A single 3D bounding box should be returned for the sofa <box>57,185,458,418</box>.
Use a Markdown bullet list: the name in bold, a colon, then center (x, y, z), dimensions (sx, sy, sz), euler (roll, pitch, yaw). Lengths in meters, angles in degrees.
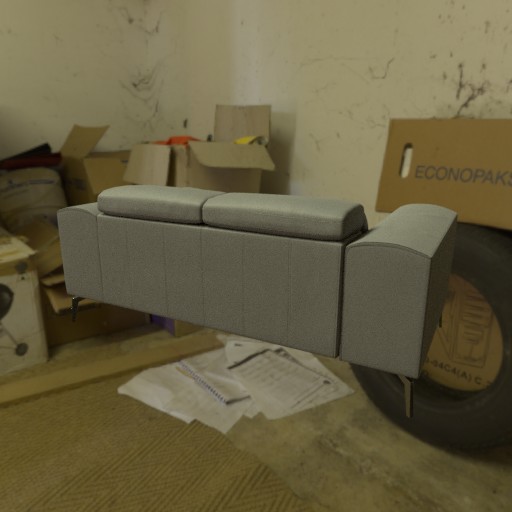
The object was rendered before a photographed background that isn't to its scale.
- **sofa**: center (0.000, 0.000, 2.382), dimensions (1.895, 0.779, 1.003), euler (8, 18, 27)
